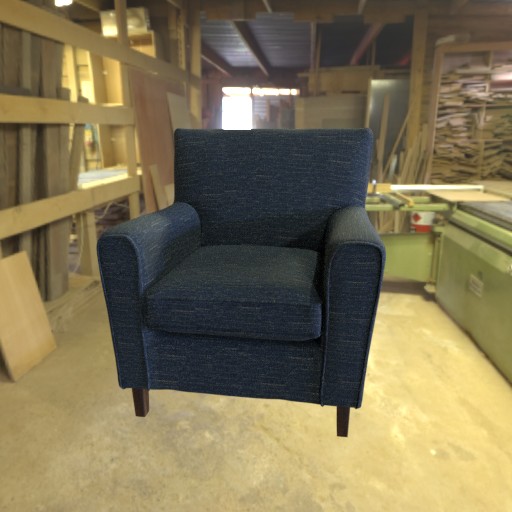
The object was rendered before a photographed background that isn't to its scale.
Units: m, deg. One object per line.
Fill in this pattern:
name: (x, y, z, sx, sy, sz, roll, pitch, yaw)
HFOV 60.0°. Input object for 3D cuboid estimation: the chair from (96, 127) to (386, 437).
chair: (0.000, 0.000, 1.637, 0.864, 0.928, 0.873, 2, 15, 9)
